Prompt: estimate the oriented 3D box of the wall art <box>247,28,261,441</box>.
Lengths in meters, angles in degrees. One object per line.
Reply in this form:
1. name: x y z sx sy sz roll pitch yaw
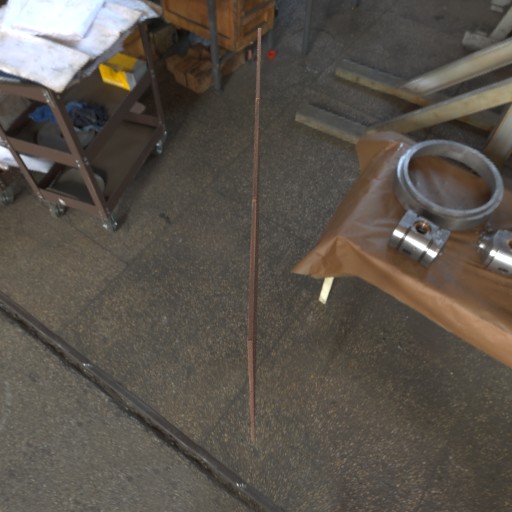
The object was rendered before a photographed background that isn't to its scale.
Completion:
1. wall art: 0.000 0.000 2.280 0.014 1.525 1.527 1 58 1
